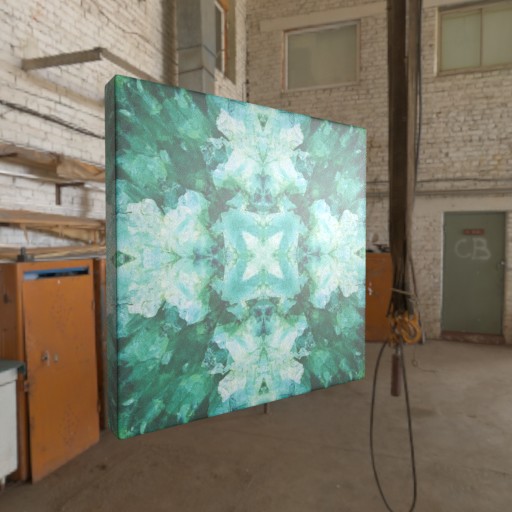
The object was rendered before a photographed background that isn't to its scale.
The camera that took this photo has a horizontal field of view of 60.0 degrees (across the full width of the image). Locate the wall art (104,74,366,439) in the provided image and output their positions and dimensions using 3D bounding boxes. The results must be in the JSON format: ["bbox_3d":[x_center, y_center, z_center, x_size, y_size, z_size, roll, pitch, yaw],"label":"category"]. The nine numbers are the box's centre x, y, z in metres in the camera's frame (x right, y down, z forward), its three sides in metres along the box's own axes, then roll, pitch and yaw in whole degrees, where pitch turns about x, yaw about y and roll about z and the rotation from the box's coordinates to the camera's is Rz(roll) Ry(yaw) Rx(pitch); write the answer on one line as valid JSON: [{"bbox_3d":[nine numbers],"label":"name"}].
[{"bbox_3d":[0.000,0.000,0.480,0.313,0.313,0.033,-1,2,-35],"label":"wall art"}]
